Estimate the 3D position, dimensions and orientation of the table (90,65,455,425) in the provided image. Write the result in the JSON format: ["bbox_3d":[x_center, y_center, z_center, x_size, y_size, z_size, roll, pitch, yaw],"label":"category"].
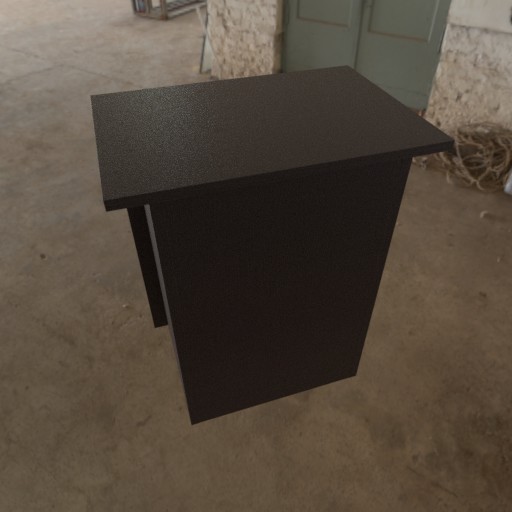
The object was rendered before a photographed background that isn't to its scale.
[{"bbox_3d":[0.000,0.000,1.076,0.589,0.711,0.408,-12,43,-14],"label":"table"}]
